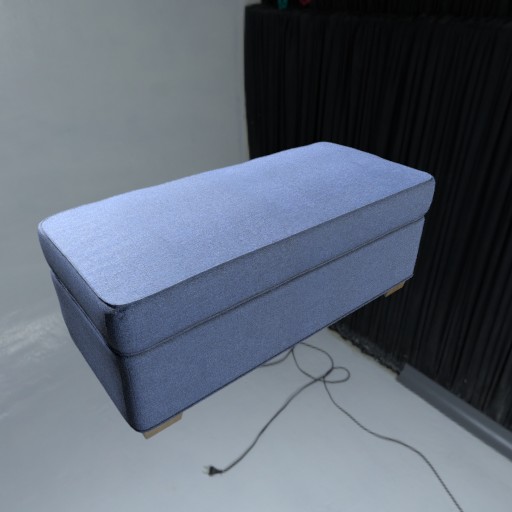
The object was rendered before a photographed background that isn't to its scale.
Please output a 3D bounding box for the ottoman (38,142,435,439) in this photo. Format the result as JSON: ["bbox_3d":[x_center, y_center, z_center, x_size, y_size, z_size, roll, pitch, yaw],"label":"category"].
[{"bbox_3d":[0.000,0.000,1.386,1.110,0.460,0.515,-23,38,-32],"label":"ottoman"}]
